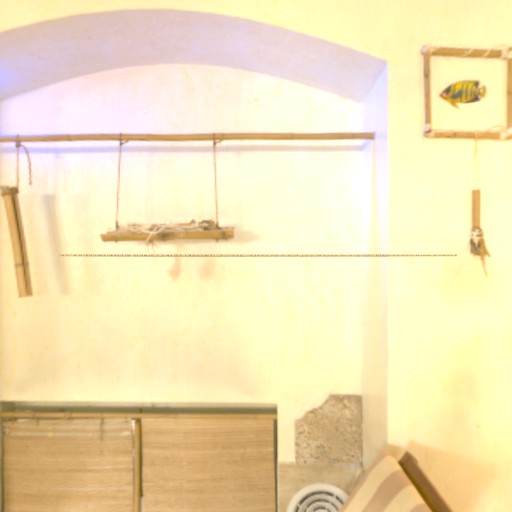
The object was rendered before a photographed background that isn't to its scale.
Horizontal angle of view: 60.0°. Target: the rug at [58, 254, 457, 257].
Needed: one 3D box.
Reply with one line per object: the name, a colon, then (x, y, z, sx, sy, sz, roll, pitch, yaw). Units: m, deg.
rug: (0.000, 0.000, 4.147, 2.439, 0.013, 3.048, 0, 0, 0)
